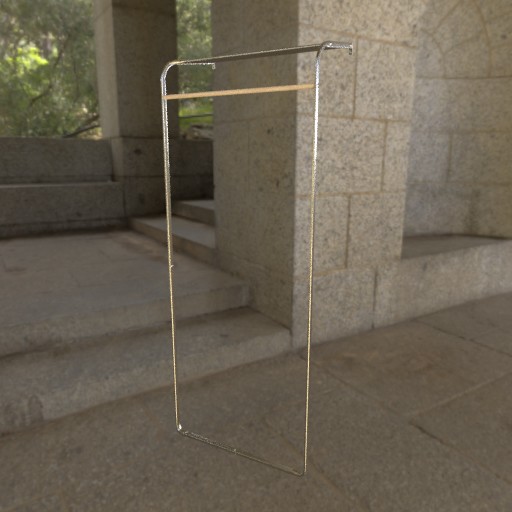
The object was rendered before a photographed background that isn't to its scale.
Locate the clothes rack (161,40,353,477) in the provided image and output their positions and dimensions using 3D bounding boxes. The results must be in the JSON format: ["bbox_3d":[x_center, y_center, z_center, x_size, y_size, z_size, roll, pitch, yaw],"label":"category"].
[{"bbox_3d":[0.000,0.000,1.764,0.609,1.574,0.349,7,14,27],"label":"clothes rack"}]
